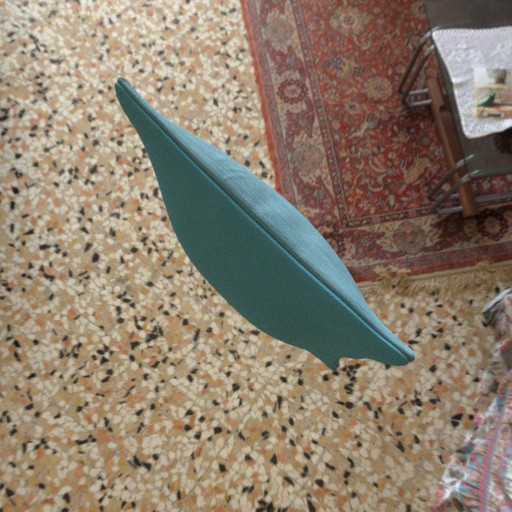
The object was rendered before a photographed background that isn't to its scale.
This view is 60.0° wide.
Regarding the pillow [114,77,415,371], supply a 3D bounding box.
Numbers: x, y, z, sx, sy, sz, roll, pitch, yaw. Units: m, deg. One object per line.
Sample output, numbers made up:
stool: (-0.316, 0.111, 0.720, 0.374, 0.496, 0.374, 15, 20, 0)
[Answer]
pillow: (0.000, 0.000, 0.648, 0.151, 0.415, 0.433, -44, 79, -10)
